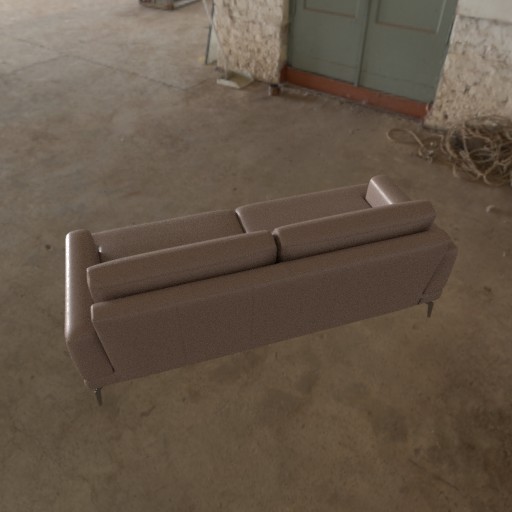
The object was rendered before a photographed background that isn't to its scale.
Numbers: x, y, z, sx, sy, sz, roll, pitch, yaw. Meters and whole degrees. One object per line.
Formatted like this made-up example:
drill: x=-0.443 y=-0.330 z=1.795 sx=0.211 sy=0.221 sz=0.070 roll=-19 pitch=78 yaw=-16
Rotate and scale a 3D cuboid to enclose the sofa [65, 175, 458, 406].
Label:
sofa: x=0.000 y=0.000 z=2.422 sx=1.940 sy=0.765 sz=0.974 roll=-12 pitch=44 yaw=-13
